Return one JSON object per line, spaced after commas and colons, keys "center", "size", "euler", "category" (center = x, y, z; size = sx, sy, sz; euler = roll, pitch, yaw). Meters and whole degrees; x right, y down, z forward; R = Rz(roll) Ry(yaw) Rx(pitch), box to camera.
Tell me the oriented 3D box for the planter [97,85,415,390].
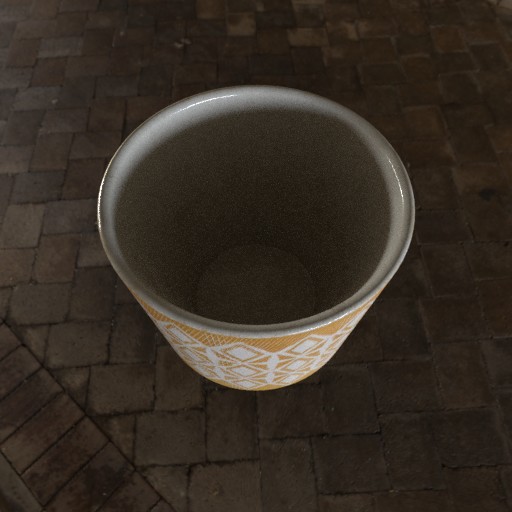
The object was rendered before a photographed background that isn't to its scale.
{"center": [0.000, 0.000, 0.343], "size": [0.193, 0.165, 0.193], "euler": [0, 59, 0], "category": "planter"}
